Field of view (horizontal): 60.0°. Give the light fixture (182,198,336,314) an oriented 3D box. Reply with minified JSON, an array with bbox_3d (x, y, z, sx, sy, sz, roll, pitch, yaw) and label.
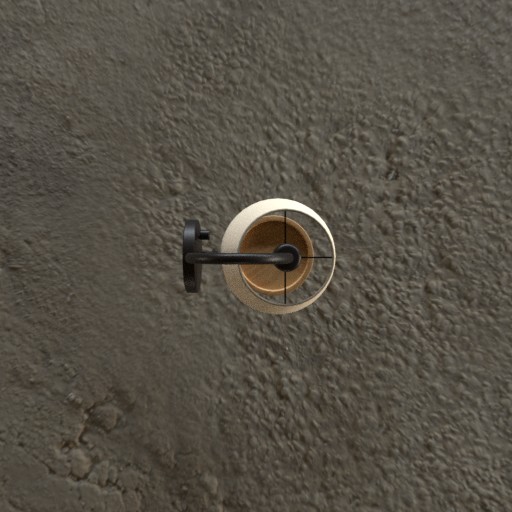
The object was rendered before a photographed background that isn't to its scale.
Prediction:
[{"bbox_3d":[0.000,0.000,0.944,0.299,0.821,0.220,0,90,-1],"label":"light fixture"}]
